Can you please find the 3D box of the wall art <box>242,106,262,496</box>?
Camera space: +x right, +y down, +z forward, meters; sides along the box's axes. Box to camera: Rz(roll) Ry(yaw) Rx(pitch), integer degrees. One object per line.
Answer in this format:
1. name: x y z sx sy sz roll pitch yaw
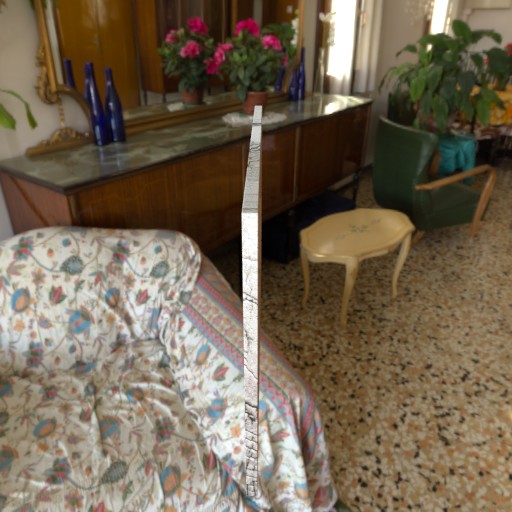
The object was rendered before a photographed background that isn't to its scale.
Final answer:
1. wall art: 0.000 0.000 1.152 0.023 0.607 0.914 0 27 1
